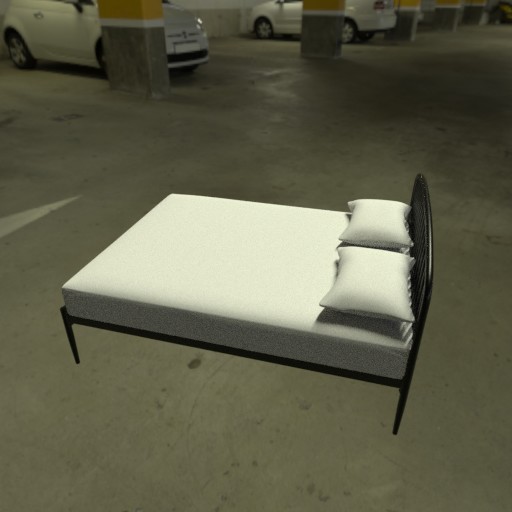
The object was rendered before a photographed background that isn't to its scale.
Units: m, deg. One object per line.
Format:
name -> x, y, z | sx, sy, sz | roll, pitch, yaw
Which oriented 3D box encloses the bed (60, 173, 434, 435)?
bed -> 0.000, 0.000, 3.181 | 2.159, 1.166, 1.618 | 8, 31, 14
